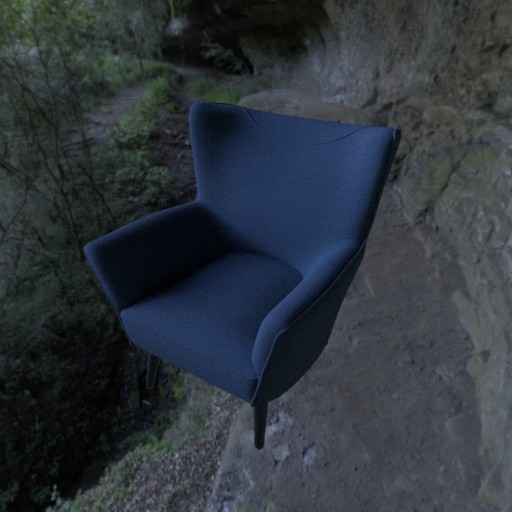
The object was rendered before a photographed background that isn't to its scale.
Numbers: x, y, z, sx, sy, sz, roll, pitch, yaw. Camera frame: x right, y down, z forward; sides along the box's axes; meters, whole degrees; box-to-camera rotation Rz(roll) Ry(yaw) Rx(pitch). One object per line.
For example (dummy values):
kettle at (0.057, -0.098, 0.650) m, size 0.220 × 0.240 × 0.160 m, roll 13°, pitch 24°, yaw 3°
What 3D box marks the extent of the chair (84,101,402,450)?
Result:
chair at (0.000, 0.000, 1.591) m, size 0.781 × 0.933 × 0.888 m, roll 18°, pitch 35°, yaw 28°
